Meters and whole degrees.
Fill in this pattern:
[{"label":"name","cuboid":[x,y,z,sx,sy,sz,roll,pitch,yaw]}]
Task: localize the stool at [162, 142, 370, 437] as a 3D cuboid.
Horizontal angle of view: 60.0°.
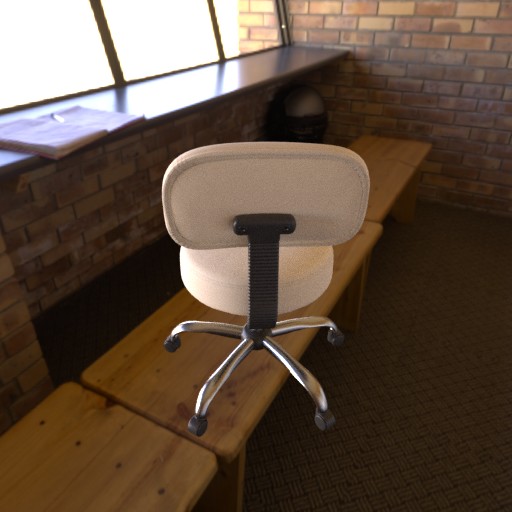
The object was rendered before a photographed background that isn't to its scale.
[{"label":"stool","cuboid":[0.000,0.000,1.230,0.609,0.810,0.616,-2,31,-3]}]
